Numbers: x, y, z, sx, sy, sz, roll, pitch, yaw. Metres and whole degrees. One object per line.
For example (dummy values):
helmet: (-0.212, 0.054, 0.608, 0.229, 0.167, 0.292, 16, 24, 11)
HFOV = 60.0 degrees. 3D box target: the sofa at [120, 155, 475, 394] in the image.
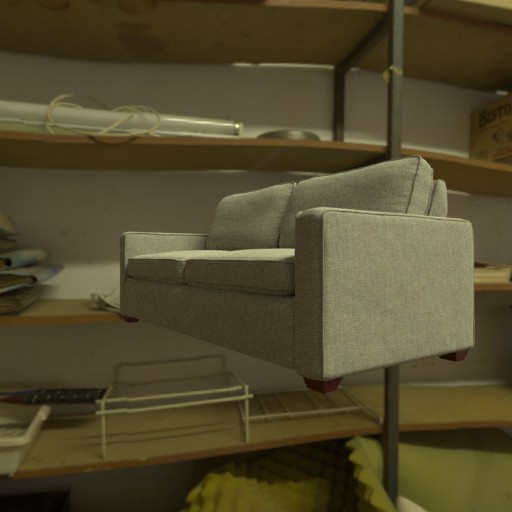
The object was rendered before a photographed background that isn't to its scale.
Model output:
sofa: (0.000, 0.000, 2.529, 0.945, 0.918, 2.078, 0, 0, -35)
